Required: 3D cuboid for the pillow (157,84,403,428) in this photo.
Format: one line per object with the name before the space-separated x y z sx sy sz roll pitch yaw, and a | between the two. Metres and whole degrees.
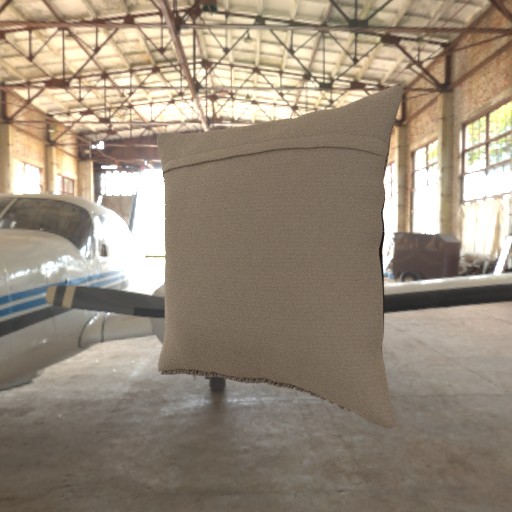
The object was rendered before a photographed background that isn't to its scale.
pillow | 0.000 0.000 0.733 0.475 0.473 0.178 1 2 35
